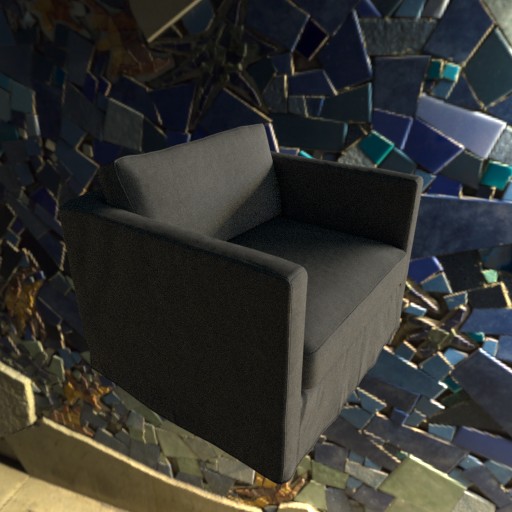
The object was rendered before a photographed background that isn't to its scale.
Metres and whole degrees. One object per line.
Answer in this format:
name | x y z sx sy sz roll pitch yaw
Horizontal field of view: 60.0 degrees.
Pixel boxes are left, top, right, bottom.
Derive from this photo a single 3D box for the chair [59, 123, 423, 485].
chair | 0.000 0.000 1.734 0.949 0.863 1.057 18 31 31
